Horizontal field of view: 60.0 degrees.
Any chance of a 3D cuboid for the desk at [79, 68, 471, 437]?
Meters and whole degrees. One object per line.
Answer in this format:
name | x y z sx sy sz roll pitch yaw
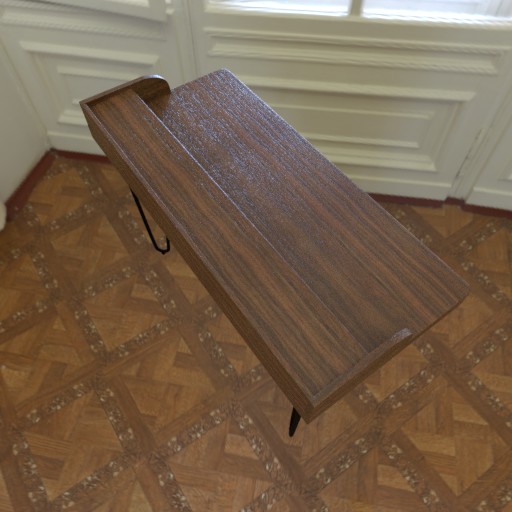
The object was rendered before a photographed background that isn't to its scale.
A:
desk | 0.000 0.000 1.626 0.565 0.854 1.200 -31 62 -19
